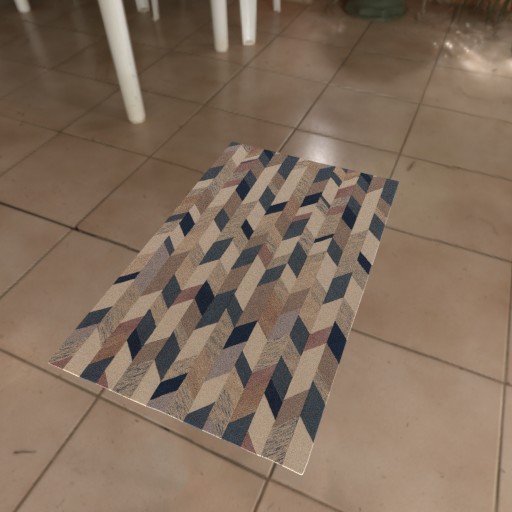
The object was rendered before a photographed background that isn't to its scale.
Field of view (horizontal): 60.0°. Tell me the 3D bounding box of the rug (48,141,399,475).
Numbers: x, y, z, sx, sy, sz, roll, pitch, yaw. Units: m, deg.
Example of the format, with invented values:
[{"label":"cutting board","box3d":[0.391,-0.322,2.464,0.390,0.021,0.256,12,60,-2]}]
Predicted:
[{"label":"rug","box3d":[0.000,0.000,3.044,1.513,0.008,2.423,17,50,15]}]
